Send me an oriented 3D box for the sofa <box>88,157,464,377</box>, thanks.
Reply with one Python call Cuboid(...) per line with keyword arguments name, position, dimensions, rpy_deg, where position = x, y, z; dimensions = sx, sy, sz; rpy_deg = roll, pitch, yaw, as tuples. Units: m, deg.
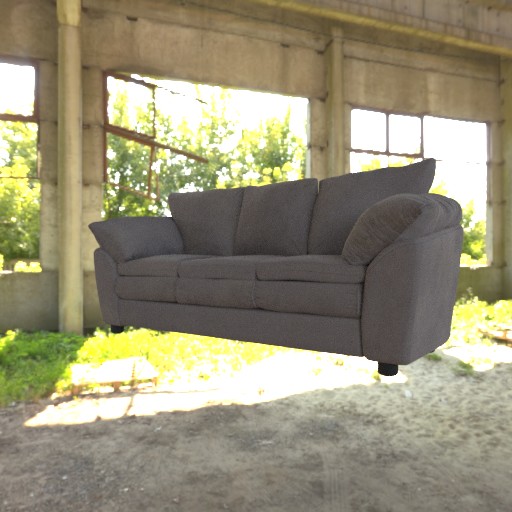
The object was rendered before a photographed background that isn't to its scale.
Cuboid(name="sofa", position=(0.000, 0.000, 2.793), dimensions=(2.336, 1.073, 0.878), rpy_deg=(0, -1, 36))
